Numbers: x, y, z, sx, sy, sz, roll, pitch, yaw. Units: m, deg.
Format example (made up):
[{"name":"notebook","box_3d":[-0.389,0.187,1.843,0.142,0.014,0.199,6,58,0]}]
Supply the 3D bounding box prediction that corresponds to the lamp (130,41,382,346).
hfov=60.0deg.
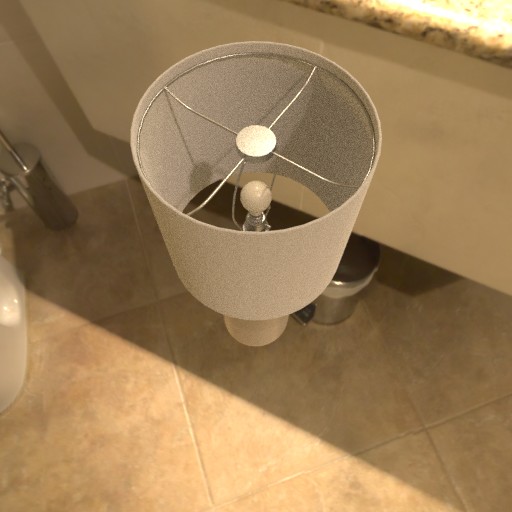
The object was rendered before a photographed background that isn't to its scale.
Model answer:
[{"name":"lamp","box_3d":[0.000,0.000,0.595,0.212,0.493,0.212,31,67,14]}]
